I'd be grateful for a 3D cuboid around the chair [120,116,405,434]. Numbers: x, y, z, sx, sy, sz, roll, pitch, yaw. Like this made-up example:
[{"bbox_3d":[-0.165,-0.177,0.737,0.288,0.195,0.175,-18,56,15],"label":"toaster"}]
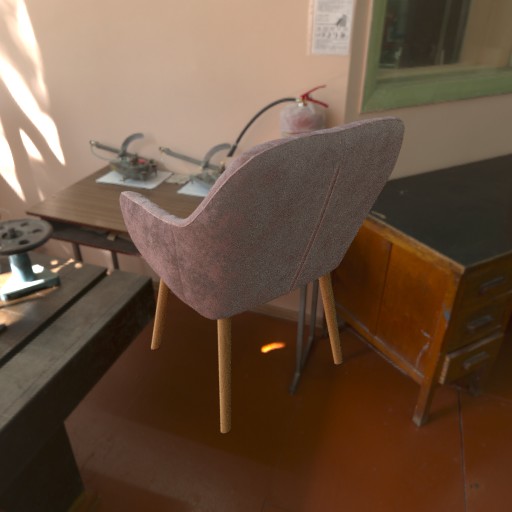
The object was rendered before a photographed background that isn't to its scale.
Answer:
[{"bbox_3d":[0.000,0.000,1.253,0.610,0.832,0.570,-21,36,-31],"label":"chair"}]
